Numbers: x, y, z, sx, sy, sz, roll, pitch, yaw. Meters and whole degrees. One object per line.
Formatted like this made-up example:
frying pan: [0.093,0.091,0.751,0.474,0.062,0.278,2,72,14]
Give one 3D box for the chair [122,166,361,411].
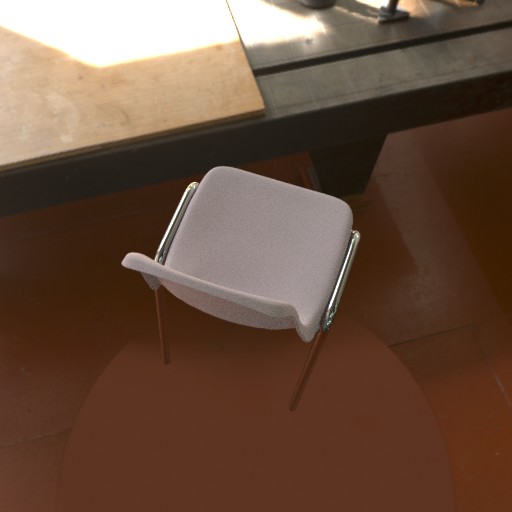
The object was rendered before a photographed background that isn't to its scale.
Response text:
chair: [0.000,0.000,0.902,0.381,0.653,0.436,18,65,8]
